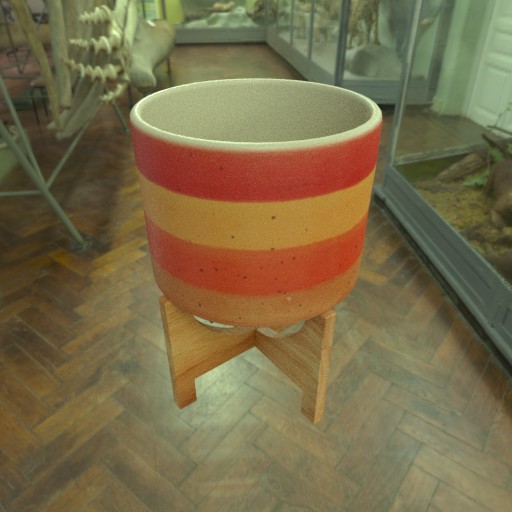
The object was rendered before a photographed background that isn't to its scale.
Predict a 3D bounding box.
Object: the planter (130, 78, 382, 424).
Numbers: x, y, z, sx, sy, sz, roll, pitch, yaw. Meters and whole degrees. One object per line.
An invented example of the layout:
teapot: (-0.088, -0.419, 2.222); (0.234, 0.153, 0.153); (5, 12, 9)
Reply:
planter: (0.000, 0.000, 0.564); (0.269, 0.379, 0.269); (0, 33, 0)
